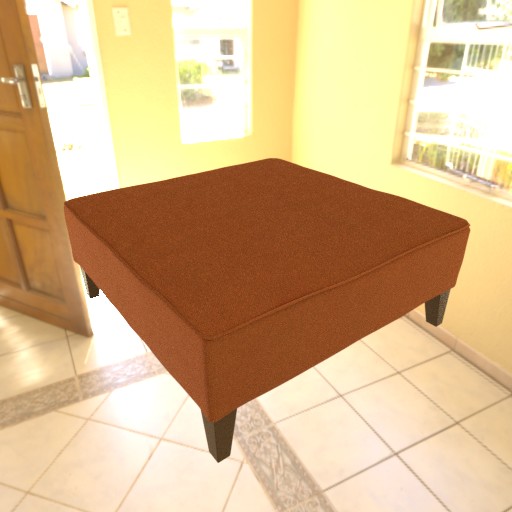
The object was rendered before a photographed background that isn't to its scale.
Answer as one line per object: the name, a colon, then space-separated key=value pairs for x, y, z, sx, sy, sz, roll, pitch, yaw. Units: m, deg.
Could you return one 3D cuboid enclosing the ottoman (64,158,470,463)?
ottoman: x=0.000 y=0.000 z=1.558 sx=0.999 sy=0.438 sz=0.997 roll=-19 pitch=33 yaw=-32
